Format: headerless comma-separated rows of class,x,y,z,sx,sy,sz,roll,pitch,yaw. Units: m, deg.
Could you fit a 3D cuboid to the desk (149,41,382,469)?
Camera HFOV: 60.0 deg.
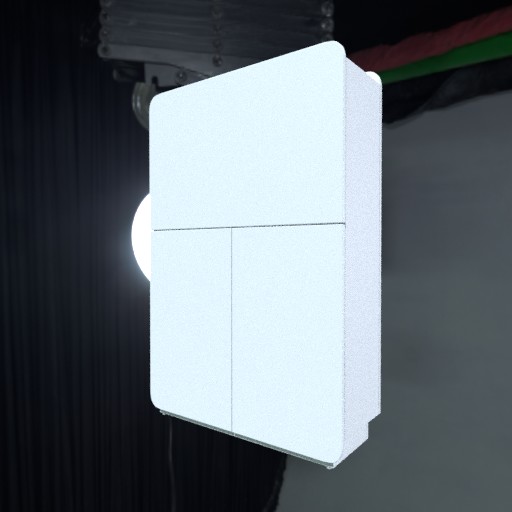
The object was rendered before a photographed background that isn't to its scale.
desk,0.000,0.000,1.546,0.795,1.190,0.278,1,1,37
